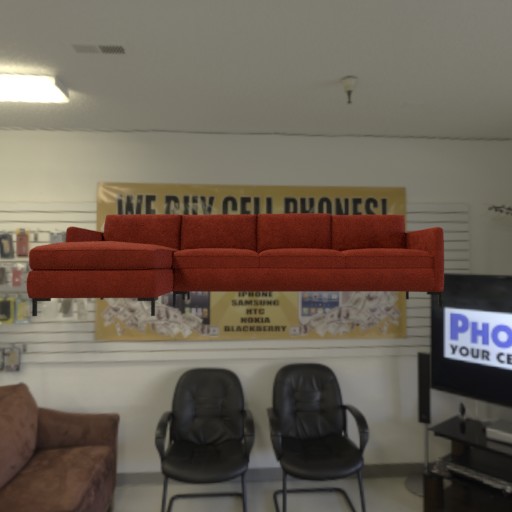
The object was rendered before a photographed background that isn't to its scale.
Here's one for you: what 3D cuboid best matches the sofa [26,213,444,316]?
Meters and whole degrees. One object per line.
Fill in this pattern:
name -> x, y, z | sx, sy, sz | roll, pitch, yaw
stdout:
sofa -> 0.000, 0.000, 2.922 | 2.467, 0.663, 1.136 | 0, -1, -1
